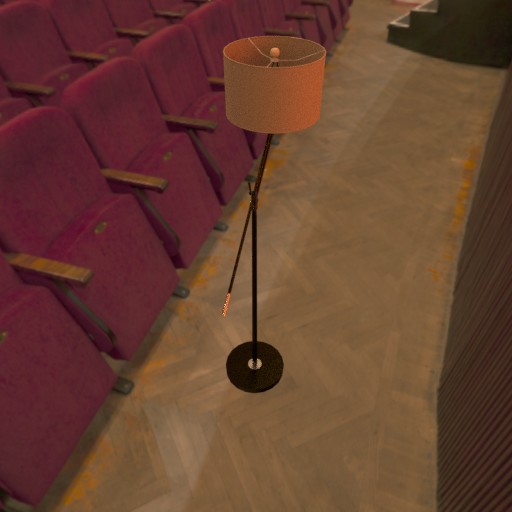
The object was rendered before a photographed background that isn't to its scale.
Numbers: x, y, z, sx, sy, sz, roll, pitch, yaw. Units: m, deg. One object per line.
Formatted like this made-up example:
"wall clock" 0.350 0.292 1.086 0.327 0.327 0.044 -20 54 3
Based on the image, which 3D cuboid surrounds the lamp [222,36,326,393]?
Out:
"lamp" 0.000 0.000 1.989 0.373 1.635 0.809 12 43 14
